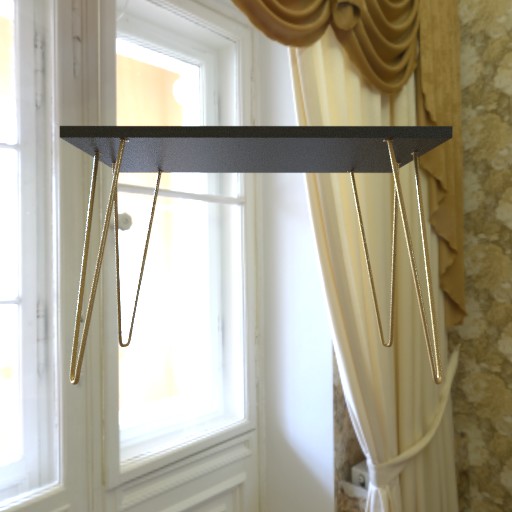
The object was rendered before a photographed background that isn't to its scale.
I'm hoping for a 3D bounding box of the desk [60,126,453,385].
[{"bbox_3d":[0.000,0.000,1.369,0.991,0.660,0.499,0,1,0],"label":"desk"}]
